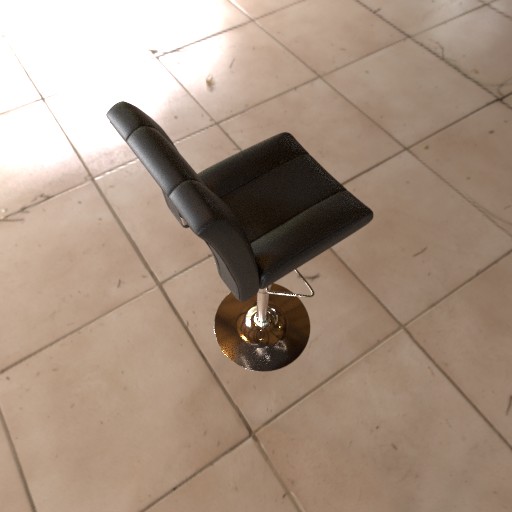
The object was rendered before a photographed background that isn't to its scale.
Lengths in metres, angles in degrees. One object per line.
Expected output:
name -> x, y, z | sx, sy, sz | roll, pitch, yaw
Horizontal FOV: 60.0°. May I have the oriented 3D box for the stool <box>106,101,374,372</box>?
stool -> 0.000, 0.000, 1.398 | 0.520, 1.151, 0.415 | -30, 62, -18
